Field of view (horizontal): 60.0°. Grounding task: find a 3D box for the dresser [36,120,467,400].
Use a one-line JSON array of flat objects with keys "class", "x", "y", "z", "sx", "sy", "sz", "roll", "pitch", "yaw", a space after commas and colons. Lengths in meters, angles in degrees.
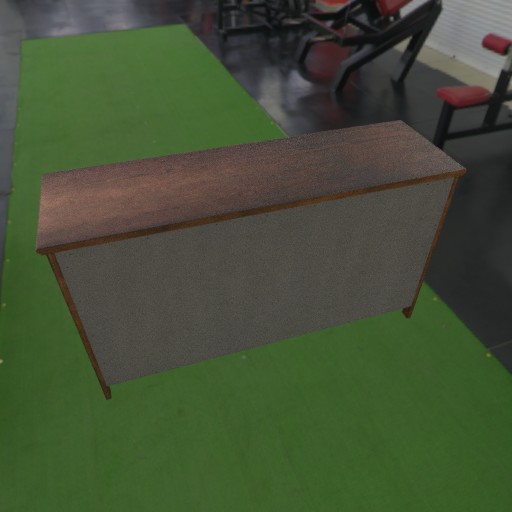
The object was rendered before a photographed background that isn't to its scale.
[{"class": "dresser", "x": 0.000, "y": 0.000, "z": 1.962, "sx": 1.551, "sy": 0.856, "sz": 0.463, "roll": -12, "pitch": 42, "yaw": -13}]
